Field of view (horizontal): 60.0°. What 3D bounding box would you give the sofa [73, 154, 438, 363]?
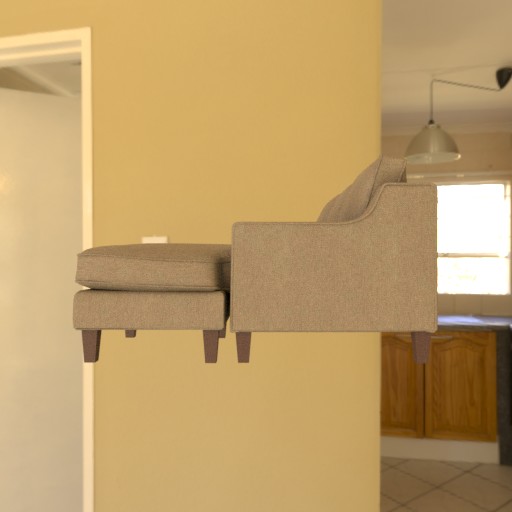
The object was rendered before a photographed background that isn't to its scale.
[{"bbox_3d":[0.000,0.000,3.321,1.858,1.081,2.317,0,0,0],"label":"sofa"}]
